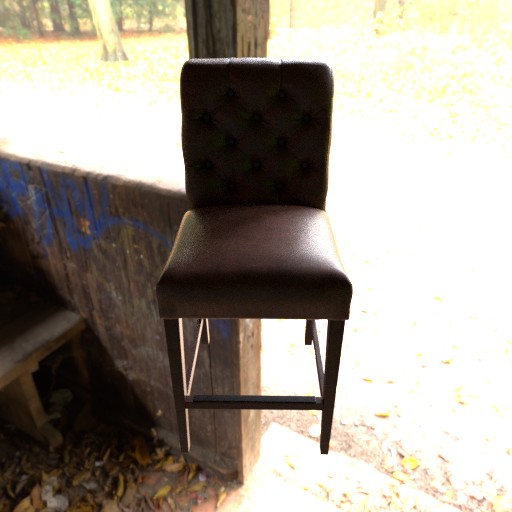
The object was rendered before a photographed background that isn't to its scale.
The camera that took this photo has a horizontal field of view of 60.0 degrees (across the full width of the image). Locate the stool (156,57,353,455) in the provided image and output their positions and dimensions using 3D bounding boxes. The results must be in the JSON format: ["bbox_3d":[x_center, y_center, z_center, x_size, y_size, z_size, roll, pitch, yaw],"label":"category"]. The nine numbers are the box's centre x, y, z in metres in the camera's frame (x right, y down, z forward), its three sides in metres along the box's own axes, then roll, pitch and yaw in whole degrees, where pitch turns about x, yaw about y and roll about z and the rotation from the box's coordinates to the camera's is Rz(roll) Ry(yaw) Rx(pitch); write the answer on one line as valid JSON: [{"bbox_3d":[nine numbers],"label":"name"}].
[{"bbox_3d":[0.000,0.000,1.396,0.486,1.084,0.660,0,30,1],"label":"stool"}]
